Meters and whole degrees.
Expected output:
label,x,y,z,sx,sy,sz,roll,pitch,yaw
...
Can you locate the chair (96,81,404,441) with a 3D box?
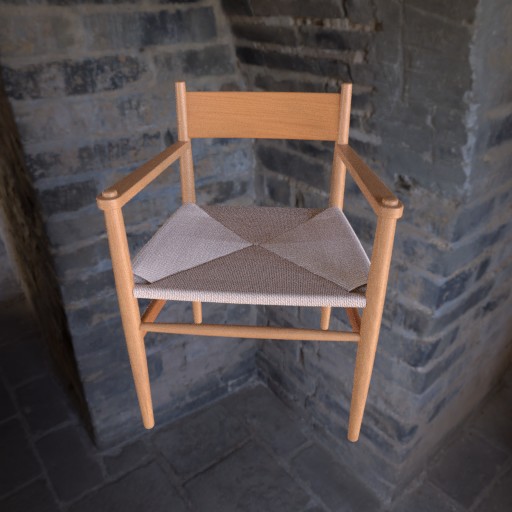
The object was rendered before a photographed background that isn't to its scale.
label,x,y,z,sx,sy,sz,roll,pitch,yaw
chair,0.000,0.000,1.116,0.556,0.762,0.495,2,29,4
